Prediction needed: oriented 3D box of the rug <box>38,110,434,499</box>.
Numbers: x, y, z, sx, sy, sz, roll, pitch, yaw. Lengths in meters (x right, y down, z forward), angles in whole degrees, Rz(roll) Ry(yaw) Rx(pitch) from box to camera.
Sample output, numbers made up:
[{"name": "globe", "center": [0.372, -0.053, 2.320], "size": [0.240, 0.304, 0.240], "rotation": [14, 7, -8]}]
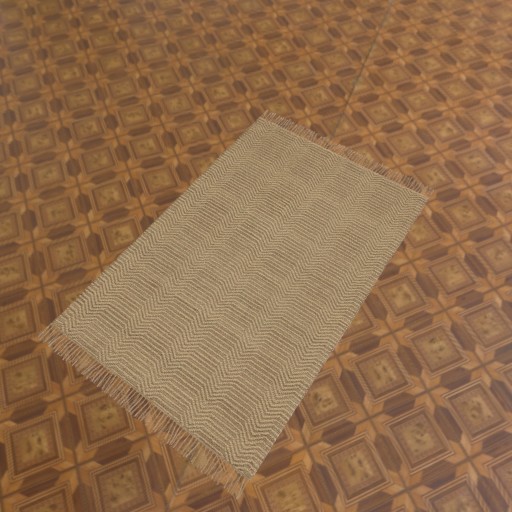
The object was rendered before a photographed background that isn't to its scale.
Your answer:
[{"name": "rug", "center": [0.000, 0.000, 3.017], "size": [1.528, 0.034, 2.523], "rotation": [31, 63, 17]}]
